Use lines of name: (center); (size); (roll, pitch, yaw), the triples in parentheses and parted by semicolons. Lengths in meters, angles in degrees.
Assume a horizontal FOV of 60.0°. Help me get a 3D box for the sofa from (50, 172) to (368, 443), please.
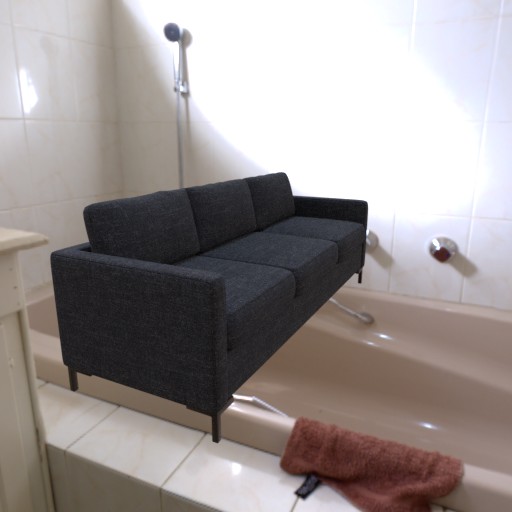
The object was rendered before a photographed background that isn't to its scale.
sofa: (0.000, 0.000, 2.697); (0.859, 0.874, 2.218); (8, 17, 26)
